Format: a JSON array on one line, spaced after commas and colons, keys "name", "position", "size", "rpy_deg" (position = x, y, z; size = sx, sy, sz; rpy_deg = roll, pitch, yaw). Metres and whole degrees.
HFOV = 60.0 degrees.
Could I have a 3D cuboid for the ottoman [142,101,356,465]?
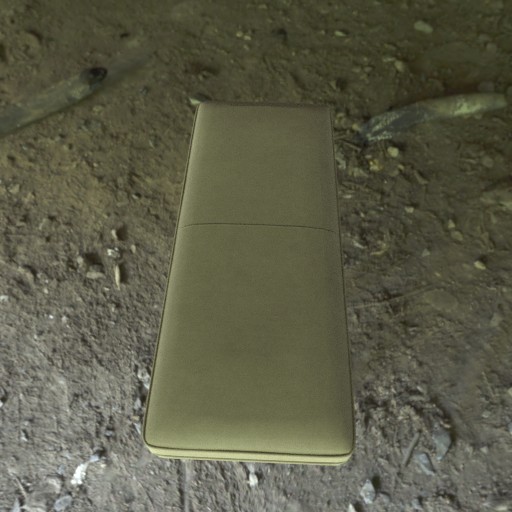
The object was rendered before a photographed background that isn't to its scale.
[{"name": "ottoman", "position": [0.000, 0.000, 2.012], "size": [0.735, 0.460, 1.726], "rpy_deg": [2, 58, 1]}]
